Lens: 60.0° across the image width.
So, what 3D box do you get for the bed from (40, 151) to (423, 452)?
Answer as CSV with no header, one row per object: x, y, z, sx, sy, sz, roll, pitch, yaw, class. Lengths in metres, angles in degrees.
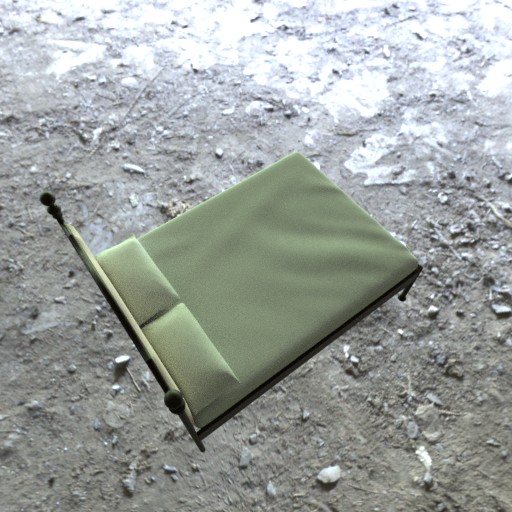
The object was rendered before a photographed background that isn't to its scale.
0.000,0.000,3.395,2.224,1.499,1.642,-32,63,-18,bed
